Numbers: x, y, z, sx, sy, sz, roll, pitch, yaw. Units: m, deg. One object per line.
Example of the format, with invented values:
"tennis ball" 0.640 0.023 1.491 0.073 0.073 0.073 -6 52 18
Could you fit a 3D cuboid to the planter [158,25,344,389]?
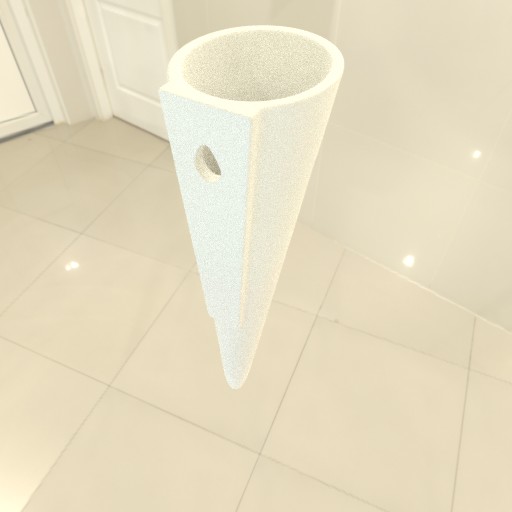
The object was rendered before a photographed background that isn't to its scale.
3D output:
"planter" 0.000 0.000 0.219 0.057 0.193 0.064 24 52 20
